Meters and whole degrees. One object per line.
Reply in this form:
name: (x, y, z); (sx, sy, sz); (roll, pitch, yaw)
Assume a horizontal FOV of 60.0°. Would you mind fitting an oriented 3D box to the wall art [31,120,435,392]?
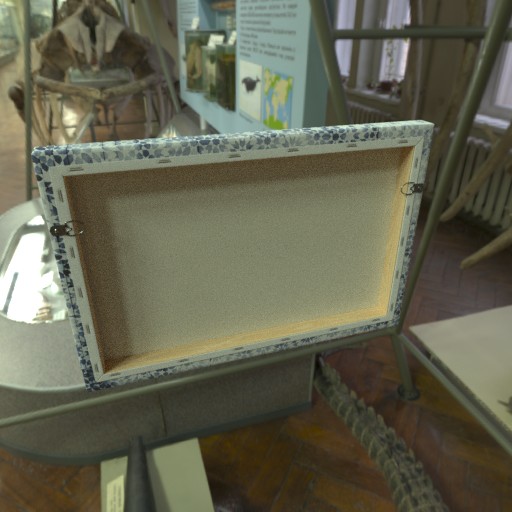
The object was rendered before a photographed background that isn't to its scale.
wall art: (0.000, 0.000, 1.122); (0.911, 0.608, 0.057); (-9, 29, -16)
